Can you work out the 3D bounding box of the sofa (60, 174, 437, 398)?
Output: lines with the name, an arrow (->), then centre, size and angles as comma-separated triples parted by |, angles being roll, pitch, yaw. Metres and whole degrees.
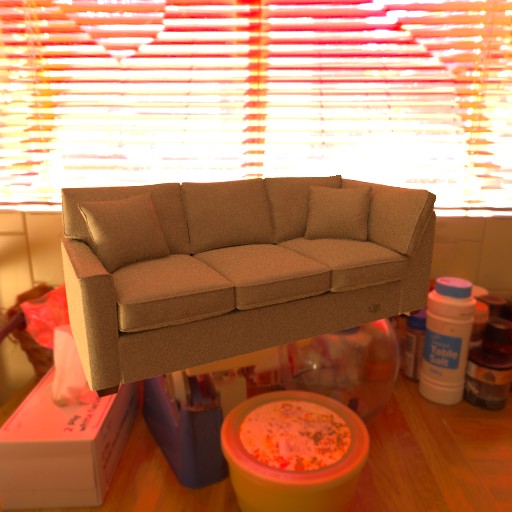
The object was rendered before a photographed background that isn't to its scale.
sofa -> 0.000, 0.000, 2.956 | 2.317, 0.962, 1.061 | -8, 17, -27
